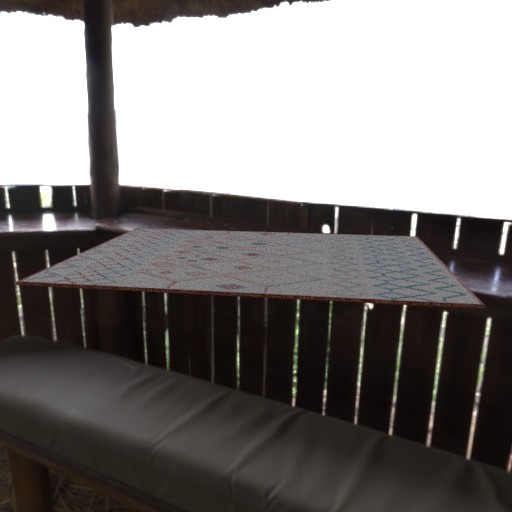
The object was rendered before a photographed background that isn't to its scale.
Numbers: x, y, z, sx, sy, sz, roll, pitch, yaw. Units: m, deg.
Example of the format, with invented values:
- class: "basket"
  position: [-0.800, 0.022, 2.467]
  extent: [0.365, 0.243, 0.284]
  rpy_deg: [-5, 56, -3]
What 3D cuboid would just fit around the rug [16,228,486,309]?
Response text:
- class: "rug"
  position: [0.000, 0.000, 2.281]
  extent: [1.829, 0.016, 1.219]
  rpy_deg: [2, 14, 8]
